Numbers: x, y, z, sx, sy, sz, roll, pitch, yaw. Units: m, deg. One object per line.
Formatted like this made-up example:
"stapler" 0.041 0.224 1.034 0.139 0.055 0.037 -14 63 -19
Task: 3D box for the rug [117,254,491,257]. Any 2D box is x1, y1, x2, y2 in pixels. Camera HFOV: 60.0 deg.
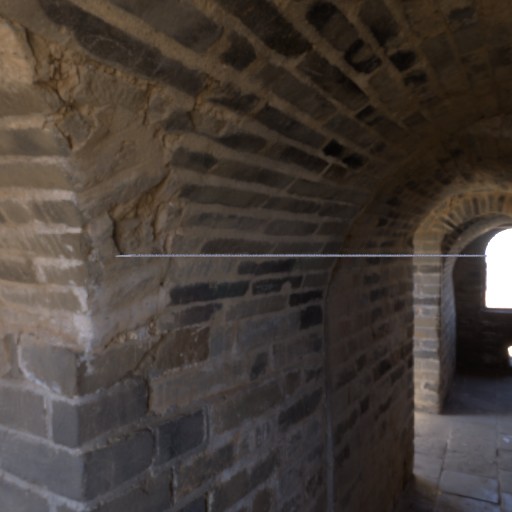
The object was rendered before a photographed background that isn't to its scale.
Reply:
"rug" 0.000 0.000 4.120 2.438 0.012 3.048 0 0 -18
